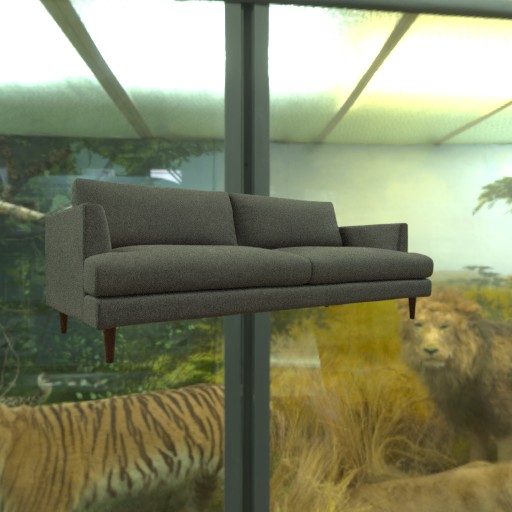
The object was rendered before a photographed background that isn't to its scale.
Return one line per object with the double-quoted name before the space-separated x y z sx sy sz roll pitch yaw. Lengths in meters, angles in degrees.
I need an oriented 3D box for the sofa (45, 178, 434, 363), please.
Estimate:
"sofa" 0.000 0.000 2.757 2.250 0.868 1.020 0 1 -36
